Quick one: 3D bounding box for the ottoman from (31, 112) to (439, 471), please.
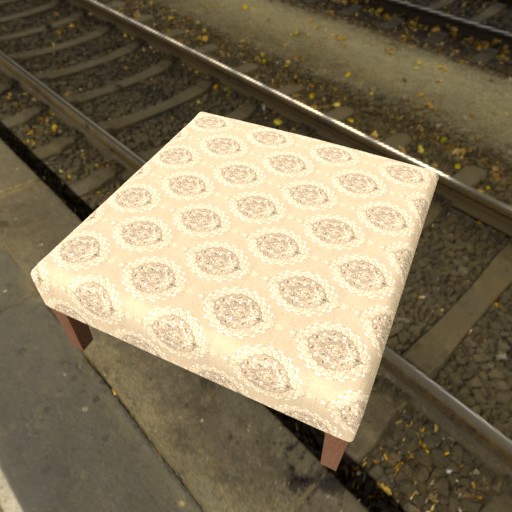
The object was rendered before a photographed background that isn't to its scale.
[{"bbox_3d":[0.000,0.000,1.397,0.890,0.411,0.889,19,50,17],"label":"ottoman"}]
